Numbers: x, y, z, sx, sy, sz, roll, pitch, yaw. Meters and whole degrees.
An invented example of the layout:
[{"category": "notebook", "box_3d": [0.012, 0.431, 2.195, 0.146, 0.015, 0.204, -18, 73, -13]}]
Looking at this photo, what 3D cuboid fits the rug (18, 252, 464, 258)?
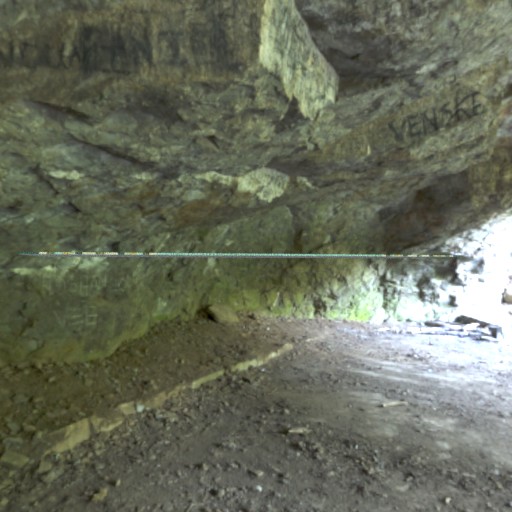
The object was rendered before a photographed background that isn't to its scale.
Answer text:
[{"category": "rug", "box_3d": [0.000, 0.000, 2.674, 2.441, 0.010, 0.744, 0, -1, -19]}]
